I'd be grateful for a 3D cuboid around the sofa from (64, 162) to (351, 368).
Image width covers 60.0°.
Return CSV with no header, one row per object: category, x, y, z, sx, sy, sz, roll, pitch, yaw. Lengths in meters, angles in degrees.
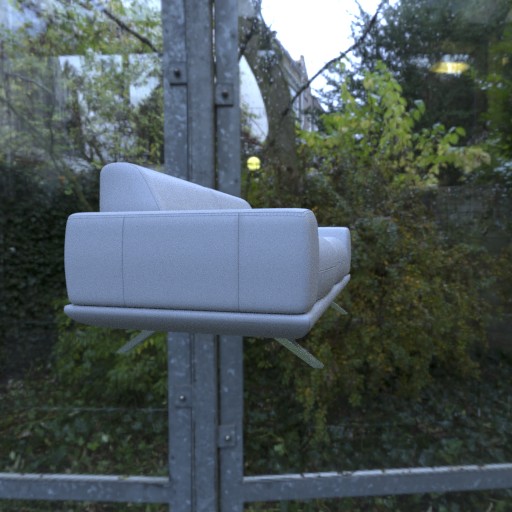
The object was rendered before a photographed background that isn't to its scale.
sofa,0.000,0.000,2.338,0.900,0.772,1.901,0,2,16
